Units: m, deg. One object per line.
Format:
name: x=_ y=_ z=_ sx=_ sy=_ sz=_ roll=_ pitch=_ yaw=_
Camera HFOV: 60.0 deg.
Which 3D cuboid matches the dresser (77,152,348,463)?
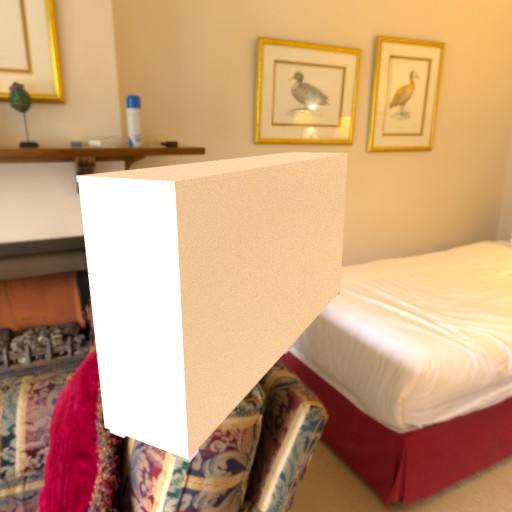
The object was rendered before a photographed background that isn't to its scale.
dresser: x=0.000 y=0.000 z=1.877 sx=0.333 sy=0.790 sz=1.535 roll=8 pitch=17 yaw=25
